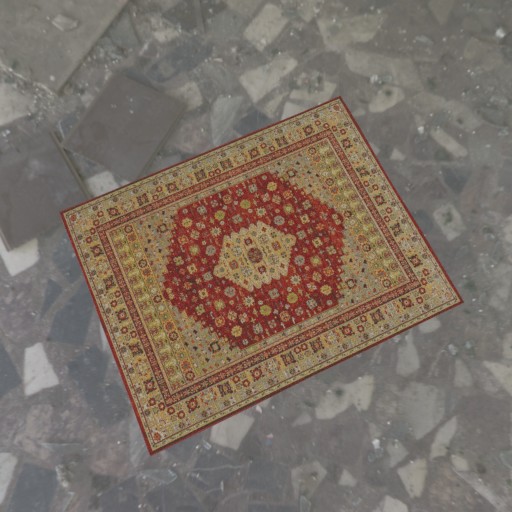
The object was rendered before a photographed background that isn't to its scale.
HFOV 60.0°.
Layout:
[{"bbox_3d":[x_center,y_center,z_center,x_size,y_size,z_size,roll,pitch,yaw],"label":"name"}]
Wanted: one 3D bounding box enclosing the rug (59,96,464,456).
[{"bbox_3d":[0.000,0.000,4.132,3.053,0.013,2.387,-24,76,-6],"label":"rug"}]
